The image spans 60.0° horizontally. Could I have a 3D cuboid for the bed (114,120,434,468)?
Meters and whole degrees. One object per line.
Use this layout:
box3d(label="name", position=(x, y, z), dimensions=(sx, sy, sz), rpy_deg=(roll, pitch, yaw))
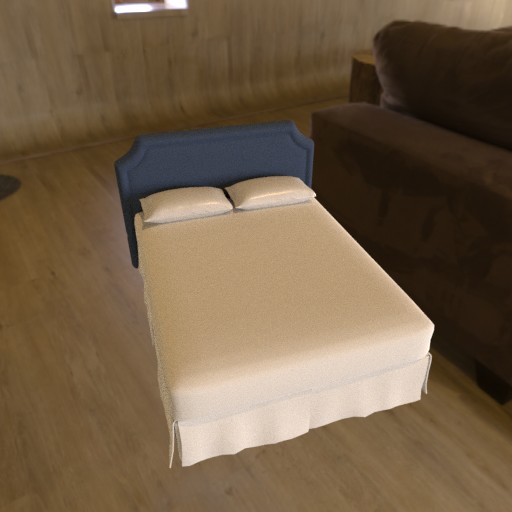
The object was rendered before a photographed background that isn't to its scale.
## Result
box3d(label="bed", position=(0.000, 0.000, 3.338), dimensions=(1.831, 1.297, 2.260), rpy_deg=(-10, 35, -15))
